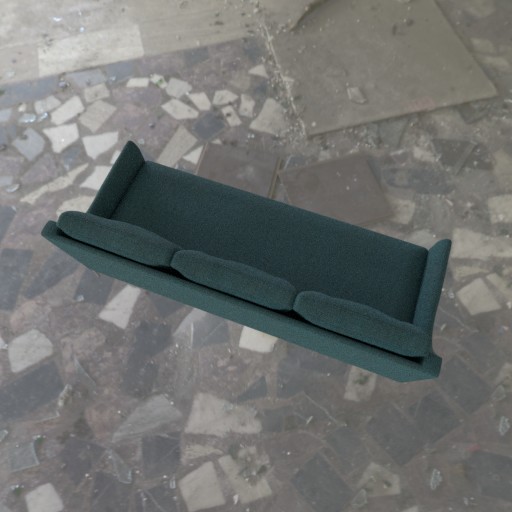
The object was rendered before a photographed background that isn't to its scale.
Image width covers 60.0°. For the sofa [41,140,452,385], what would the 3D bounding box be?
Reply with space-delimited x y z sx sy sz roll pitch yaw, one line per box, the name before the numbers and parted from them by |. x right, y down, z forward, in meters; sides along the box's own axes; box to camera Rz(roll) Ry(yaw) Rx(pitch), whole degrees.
sofa | 0.000 0.000 2.562 2.060 0.837 0.849 19 65 9
